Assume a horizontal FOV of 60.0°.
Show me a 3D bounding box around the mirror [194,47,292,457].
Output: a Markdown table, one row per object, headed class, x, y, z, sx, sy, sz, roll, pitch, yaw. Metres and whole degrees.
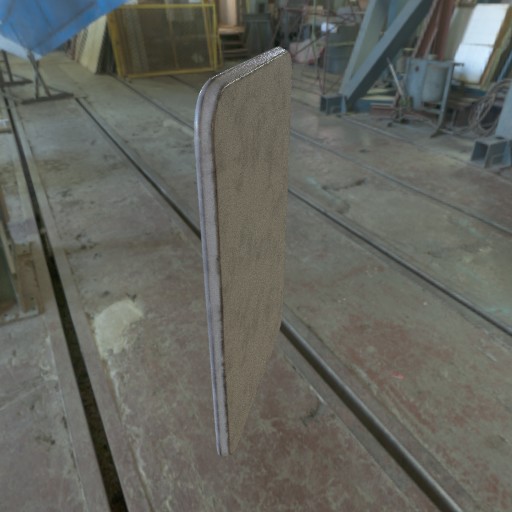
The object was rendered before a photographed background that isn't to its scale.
| class | x | y | z | sx | sy | sz | roll | pitch | yaw |
| --- | --- | --- | --- | --- | --- | --- | --- | --- | --- |
| mirror | 0.000 | 0.000 | 0.870 | 0.024 | 0.713 | 0.461 | 9 | 32 | 14 |
